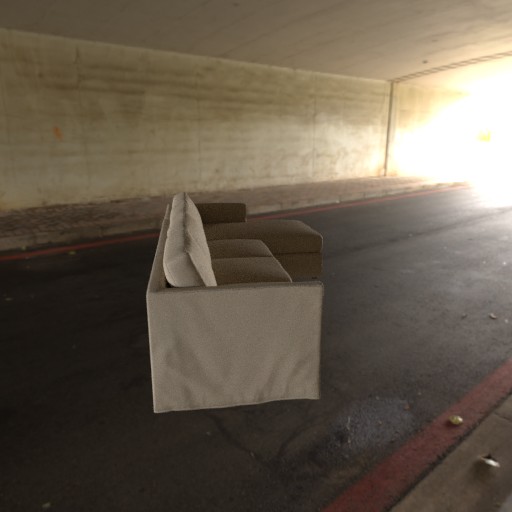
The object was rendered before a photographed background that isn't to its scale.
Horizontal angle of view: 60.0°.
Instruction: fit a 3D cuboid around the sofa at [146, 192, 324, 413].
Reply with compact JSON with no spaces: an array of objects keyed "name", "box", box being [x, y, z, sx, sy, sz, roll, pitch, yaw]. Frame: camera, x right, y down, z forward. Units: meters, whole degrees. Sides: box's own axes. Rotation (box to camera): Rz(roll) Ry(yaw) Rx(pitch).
[{"name":"sofa","box":[0.000,0.000,3.903,1.622,0.871,3.206,-2,15,-9]}]
